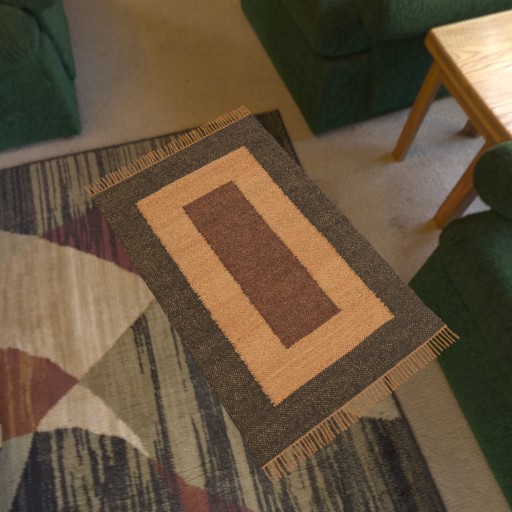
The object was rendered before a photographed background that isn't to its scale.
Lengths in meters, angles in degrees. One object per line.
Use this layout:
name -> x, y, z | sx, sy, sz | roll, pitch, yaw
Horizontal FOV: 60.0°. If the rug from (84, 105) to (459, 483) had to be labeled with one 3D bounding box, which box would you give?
rug -> 0.000, 0.000, 1.929 | 0.920, 0.013, 1.541 | -32, 68, -15
